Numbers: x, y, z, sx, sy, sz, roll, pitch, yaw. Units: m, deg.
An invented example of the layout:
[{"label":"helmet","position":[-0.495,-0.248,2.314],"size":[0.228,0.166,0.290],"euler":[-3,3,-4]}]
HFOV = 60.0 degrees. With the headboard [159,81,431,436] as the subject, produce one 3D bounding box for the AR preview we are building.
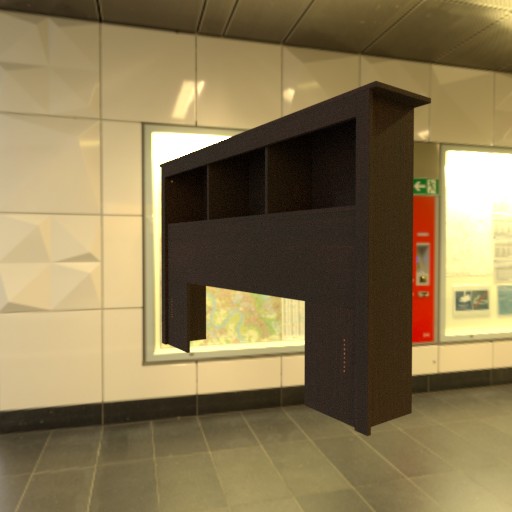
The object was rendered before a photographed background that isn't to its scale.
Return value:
[{"label":"headboard","position":[0.000,0.000,2.114],"size":[0.279,1.092,1.671],"euler":[-1,2,-35]}]
